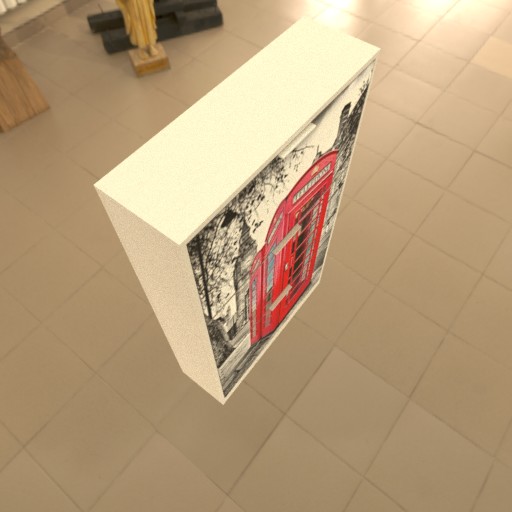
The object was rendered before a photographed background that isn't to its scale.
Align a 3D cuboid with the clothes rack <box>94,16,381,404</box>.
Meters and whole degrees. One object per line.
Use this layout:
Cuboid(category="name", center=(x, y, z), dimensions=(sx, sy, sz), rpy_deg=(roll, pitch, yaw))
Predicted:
Cuboid(category="clothes rack", center=(0.000, 0.000, 1.555), dimensions=(0.250, 1.280, 0.750), rpy_deg=(33, 64, 18))
